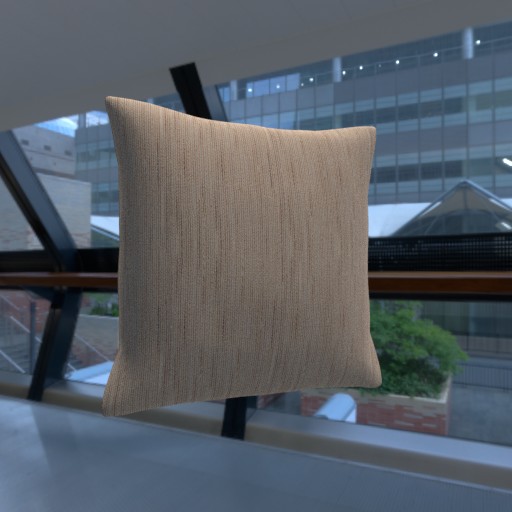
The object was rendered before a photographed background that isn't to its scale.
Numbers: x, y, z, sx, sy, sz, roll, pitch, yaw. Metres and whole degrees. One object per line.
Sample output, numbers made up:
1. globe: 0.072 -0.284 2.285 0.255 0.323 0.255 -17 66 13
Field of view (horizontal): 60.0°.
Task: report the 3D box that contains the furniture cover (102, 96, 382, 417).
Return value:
1. furniture cover: 0.000 0.000 0.781 0.512 0.506 0.178 0 0 -19
